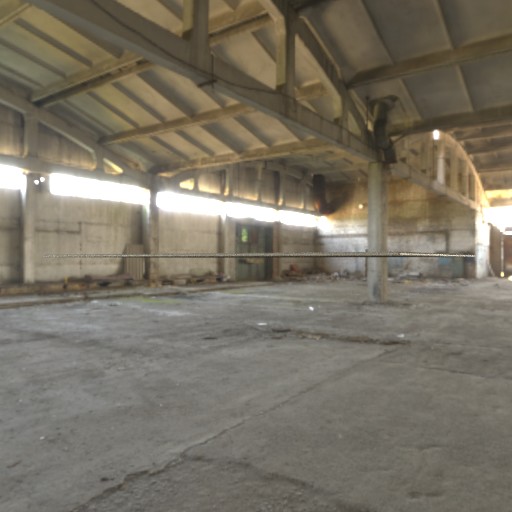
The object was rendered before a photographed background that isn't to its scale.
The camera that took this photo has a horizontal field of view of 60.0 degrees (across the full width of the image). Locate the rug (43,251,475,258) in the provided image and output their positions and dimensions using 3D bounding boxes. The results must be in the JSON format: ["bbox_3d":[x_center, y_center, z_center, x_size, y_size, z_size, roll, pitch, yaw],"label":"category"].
[{"bbox_3d":[0.000,0.000,3.373,2.746,0.018,1.819,0,0,35],"label":"rug"}]
